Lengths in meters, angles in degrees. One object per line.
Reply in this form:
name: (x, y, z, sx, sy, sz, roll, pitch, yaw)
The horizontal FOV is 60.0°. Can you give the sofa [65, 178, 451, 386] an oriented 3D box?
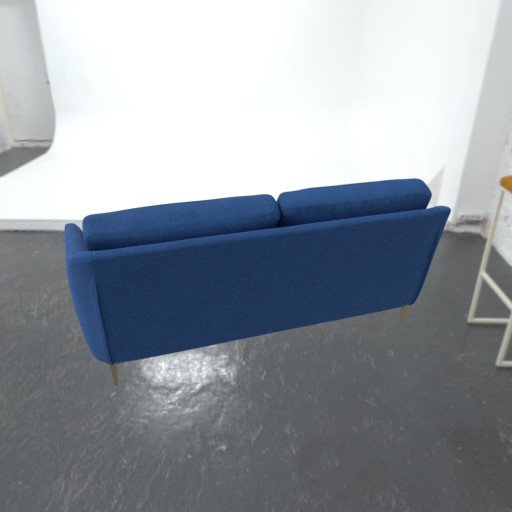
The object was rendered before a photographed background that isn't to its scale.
sofa: (0.000, 0.000, 2.530, 2.036, 0.903, 0.960, -8, 27, -16)
